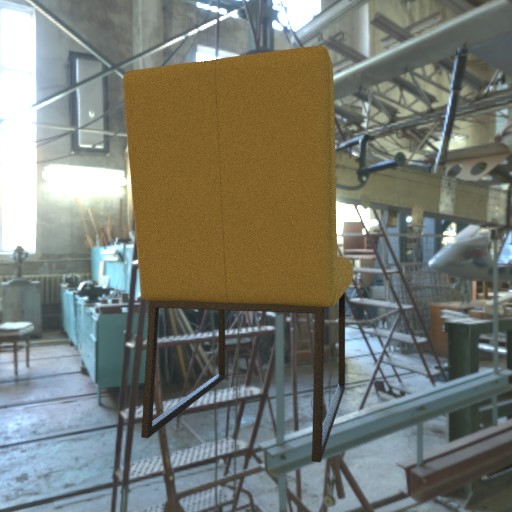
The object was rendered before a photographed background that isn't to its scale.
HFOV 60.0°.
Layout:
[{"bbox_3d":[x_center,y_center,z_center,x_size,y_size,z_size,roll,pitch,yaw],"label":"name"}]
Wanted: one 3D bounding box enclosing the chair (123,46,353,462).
[{"bbox_3d":[0.000,0.000,1.311,0.520,0.930,0.634,0,1,17],"label":"chair"}]
